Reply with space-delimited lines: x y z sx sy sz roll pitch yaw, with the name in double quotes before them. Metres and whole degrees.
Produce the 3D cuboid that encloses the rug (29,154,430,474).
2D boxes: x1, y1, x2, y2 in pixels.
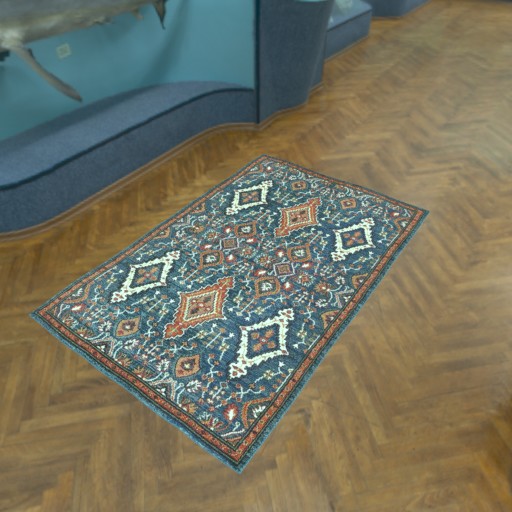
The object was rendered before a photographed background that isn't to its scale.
"rug" 0.000 0.000 2.275 1.195 0.014 1.847 25 47 26
